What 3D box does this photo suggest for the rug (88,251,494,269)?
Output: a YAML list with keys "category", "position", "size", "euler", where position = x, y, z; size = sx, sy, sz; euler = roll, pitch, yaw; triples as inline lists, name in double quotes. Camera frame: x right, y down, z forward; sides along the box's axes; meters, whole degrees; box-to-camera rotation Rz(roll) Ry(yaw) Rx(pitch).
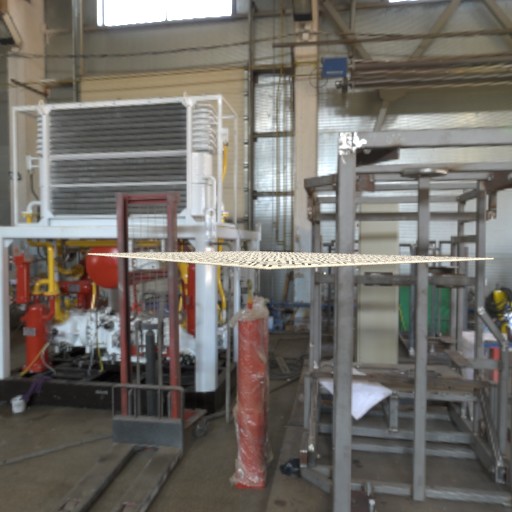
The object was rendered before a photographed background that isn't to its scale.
- category: "rug"
  position: [0.000, 0.000, 2.304]
  size: [1.220, 0.007, 1.828]
  euler: [-1, 2, -35]
